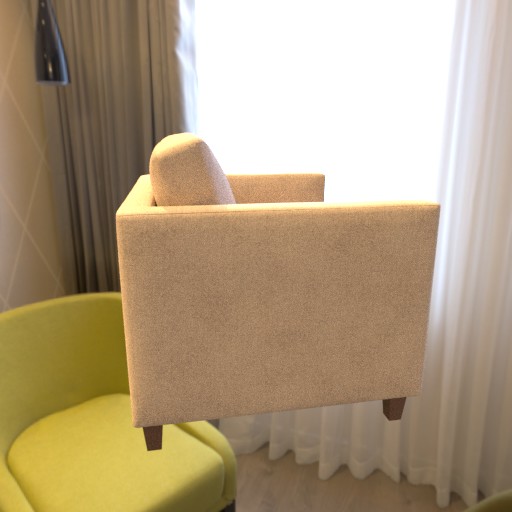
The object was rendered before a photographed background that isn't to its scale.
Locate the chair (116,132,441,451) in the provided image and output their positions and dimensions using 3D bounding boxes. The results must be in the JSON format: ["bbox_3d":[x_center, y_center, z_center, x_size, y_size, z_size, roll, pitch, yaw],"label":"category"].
[{"bbox_3d":[0.000,0.000,1.791,0.959,0.961,1.133,-3,16,-10],"label":"chair"}]
